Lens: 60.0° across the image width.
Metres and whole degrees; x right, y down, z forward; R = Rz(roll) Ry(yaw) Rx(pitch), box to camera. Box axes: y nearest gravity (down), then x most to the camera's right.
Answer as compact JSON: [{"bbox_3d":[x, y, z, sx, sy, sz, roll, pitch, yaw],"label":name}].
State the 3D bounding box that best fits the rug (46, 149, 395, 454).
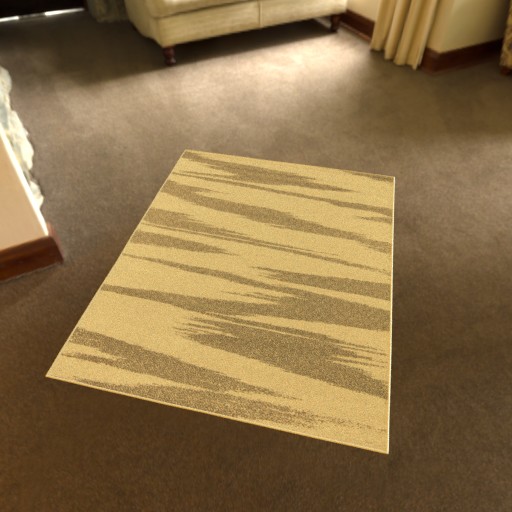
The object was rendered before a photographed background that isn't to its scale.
[{"bbox_3d":[0.000,0.000,3.899,2.353,0.014,2.945,9,47,9],"label":"rug"}]
